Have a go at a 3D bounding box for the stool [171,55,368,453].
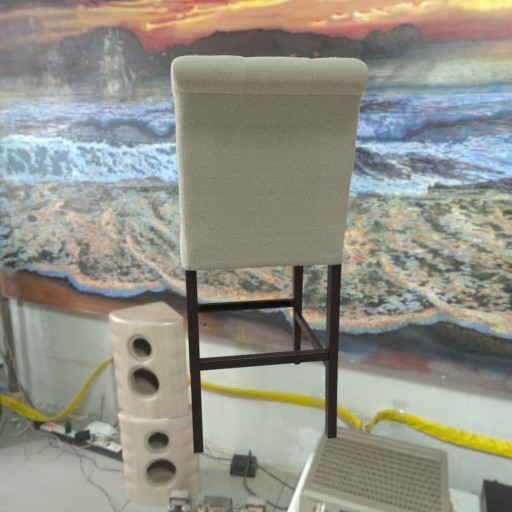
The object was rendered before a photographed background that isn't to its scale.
[{"bbox_3d":[0.000,0.000,1.441,0.482,1.118,0.610,-2,15,-9],"label":"stool"}]
